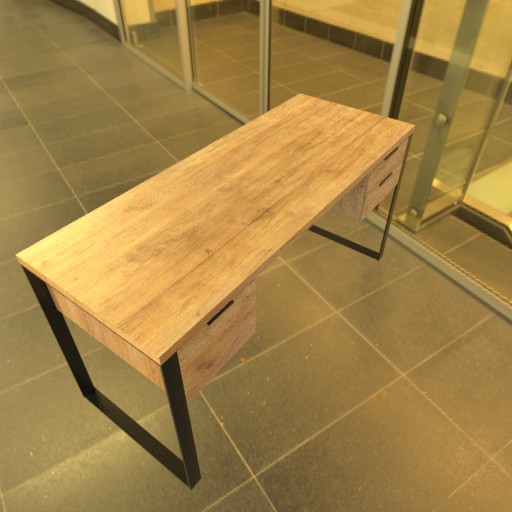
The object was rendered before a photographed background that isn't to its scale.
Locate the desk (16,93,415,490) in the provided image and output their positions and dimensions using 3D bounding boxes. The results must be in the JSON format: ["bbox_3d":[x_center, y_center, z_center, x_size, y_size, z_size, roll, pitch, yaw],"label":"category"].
[{"bbox_3d":[0.000,0.000,1.855,0.600,0.760,1.520,26,48,27],"label":"desk"}]
